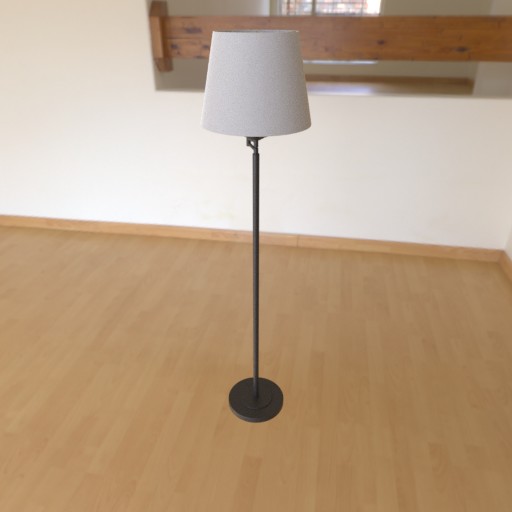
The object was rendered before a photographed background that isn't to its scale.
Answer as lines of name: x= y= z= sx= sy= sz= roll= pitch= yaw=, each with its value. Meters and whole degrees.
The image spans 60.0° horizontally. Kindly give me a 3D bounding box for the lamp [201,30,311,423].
lamp: x=0.000 y=0.000 z=1.627 sx=0.348 sy=1.473 sz=0.348 roll=-7 pitch=29 yaw=-13
